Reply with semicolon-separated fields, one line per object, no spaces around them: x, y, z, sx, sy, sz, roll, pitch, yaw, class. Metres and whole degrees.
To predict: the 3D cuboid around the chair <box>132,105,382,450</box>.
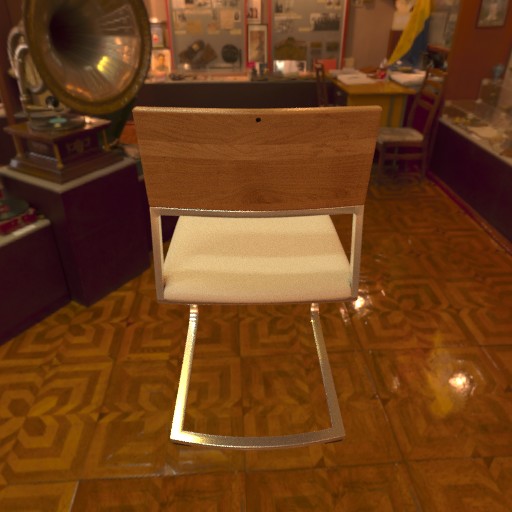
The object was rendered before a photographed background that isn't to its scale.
0.000;0.000;1.183;0.467;0.844;0.585;-1;31;-1;chair
